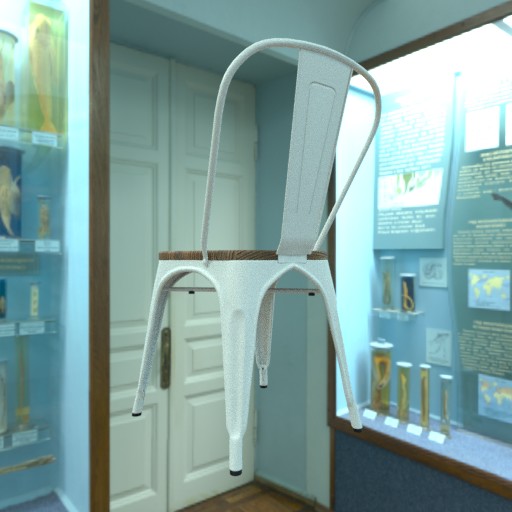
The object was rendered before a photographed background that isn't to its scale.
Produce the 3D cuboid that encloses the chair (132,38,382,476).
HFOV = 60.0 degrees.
[{"bbox_3d":[0.000,0.000,1.114,0.452,0.851,0.521,0,0,-36],"label":"chair"}]
